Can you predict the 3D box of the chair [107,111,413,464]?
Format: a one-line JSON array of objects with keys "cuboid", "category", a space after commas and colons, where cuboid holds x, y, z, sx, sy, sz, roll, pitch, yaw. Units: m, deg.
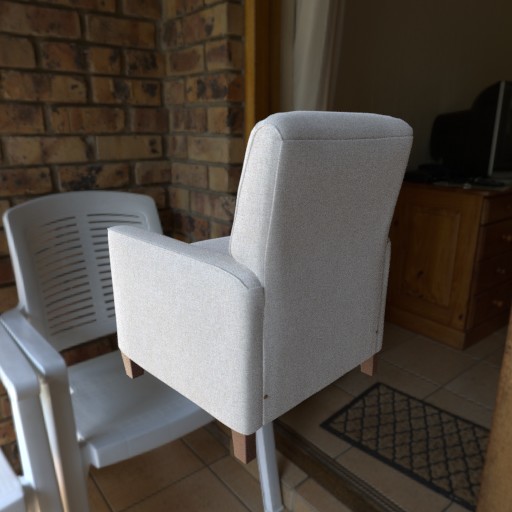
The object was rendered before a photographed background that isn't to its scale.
[{"cuboid": [0.000, 0.000, 1.682, 0.845, 1.023, 0.859, -15, 22, -43], "category": "chair"}]
